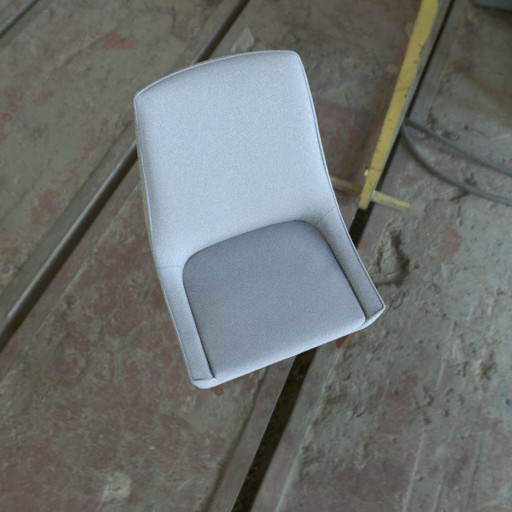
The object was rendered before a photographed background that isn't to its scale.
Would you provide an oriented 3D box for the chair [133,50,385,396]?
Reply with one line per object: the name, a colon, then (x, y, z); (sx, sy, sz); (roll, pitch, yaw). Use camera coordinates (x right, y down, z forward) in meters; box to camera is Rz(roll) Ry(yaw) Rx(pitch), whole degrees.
chair: (0.000, 0.000, 1.189); (0.529, 0.861, 0.544); (-19, 66, -9)
